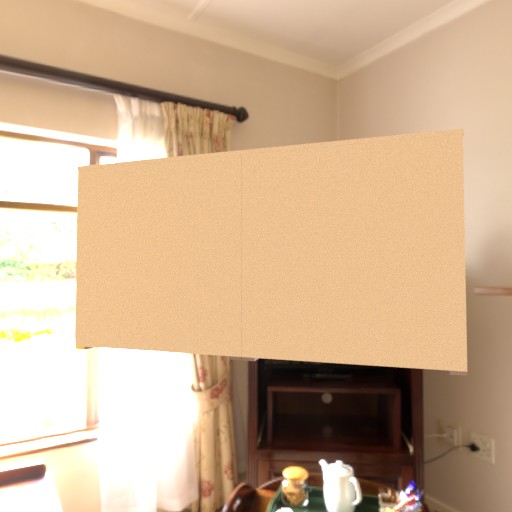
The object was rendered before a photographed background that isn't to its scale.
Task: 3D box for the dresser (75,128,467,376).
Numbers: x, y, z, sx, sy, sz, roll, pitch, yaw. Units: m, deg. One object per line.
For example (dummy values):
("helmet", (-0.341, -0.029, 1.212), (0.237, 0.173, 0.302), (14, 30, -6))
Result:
("dresser", (0.000, 0.000, 1.822), (1.535, 0.790, 0.333), (-1, -2, 19))
